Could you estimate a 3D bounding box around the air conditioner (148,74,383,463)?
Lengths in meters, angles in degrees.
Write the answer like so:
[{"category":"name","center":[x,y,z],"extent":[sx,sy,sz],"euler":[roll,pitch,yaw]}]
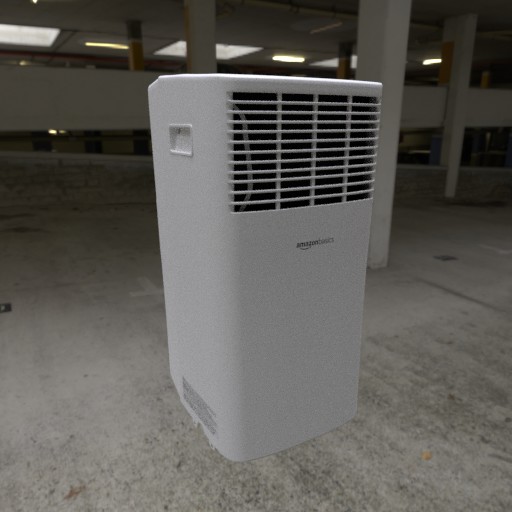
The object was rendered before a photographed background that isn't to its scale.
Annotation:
[{"category":"air conditioner","center":[0.000,0.000,0.809],"extent":[0.304,0.606,0.349],"euler":[-9,19,-28]}]
